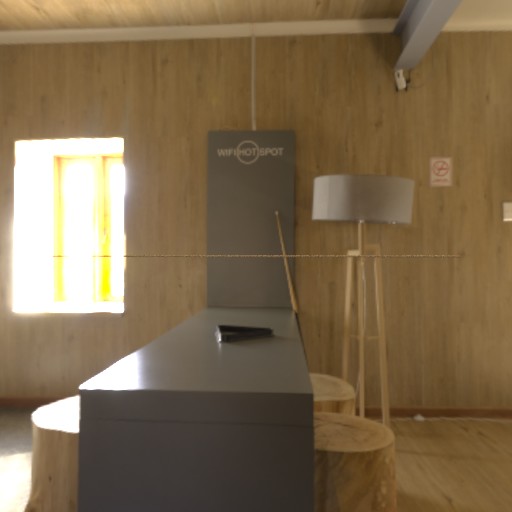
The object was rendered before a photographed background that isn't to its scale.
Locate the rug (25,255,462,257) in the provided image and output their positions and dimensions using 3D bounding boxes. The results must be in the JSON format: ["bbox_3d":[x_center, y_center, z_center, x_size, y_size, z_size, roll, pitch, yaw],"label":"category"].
[{"bbox_3d":[0.000,0.000,2.321,1.828,0.005,1.219,0,0,18],"label":"rug"}]
